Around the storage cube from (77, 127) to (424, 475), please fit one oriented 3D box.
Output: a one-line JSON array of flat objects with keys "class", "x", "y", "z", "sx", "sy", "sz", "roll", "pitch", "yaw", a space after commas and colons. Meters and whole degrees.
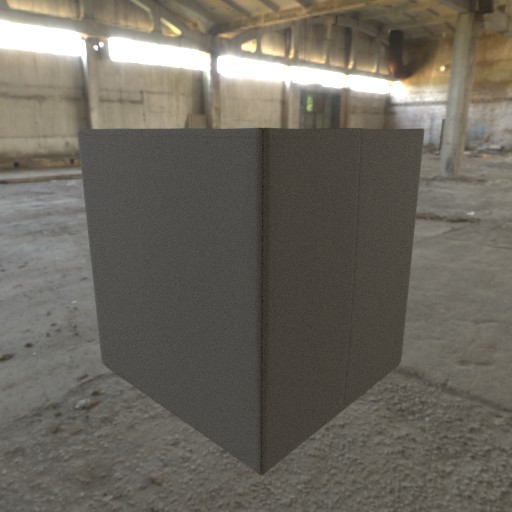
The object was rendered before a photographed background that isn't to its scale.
[{"class": "storage cube", "x": 0.000, "y": 0.000, "z": 0.506, "sx": 0.270, "sy": 0.280, "sz": 0.270, "roll": 14, "pitch": 21, "yaw": 41}]
